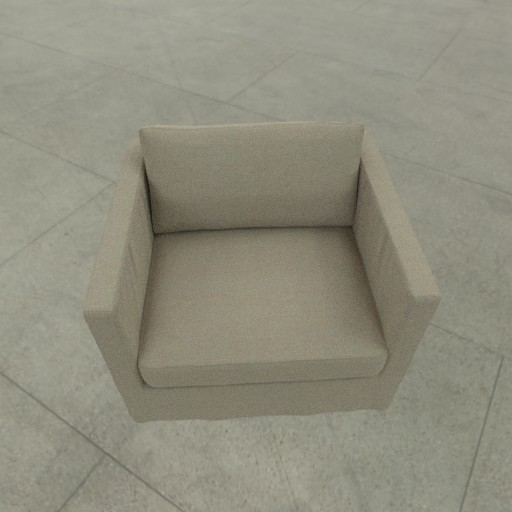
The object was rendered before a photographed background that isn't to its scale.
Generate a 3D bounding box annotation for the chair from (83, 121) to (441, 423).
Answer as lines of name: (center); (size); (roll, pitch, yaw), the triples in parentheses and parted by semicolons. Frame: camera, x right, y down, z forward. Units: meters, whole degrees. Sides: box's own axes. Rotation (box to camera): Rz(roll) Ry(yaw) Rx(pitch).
chair: (0.000, 0.000, 1.752); (1.057, 0.863, 0.949); (-2, 46, -2)
